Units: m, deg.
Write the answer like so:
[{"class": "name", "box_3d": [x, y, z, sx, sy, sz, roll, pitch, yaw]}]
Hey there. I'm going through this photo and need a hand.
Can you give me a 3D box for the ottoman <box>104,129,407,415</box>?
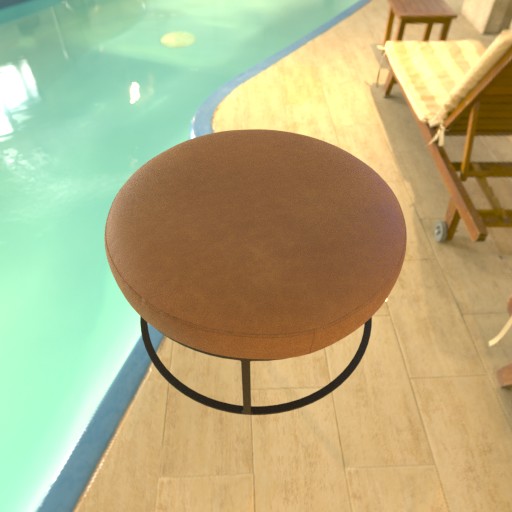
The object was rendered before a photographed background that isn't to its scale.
[{"class": "ottoman", "box_3d": [0.000, 0.000, 1.268, 0.771, 0.460, 0.771, 0, 47, 0]}]
